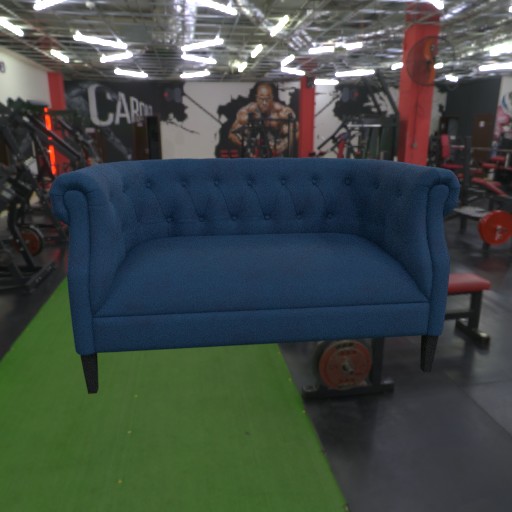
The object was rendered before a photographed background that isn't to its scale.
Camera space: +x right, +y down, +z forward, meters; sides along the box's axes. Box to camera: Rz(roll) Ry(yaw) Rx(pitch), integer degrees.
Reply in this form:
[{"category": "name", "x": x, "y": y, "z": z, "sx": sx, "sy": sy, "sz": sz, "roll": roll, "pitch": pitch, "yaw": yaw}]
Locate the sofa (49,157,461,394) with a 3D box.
[{"category": "sofa", "x": 0.000, "y": 0.000, "z": 2.007, "sx": 1.558, "sy": 0.827, "sz": 0.835, "roll": -2, "pitch": 16, "yaw": -6}]
